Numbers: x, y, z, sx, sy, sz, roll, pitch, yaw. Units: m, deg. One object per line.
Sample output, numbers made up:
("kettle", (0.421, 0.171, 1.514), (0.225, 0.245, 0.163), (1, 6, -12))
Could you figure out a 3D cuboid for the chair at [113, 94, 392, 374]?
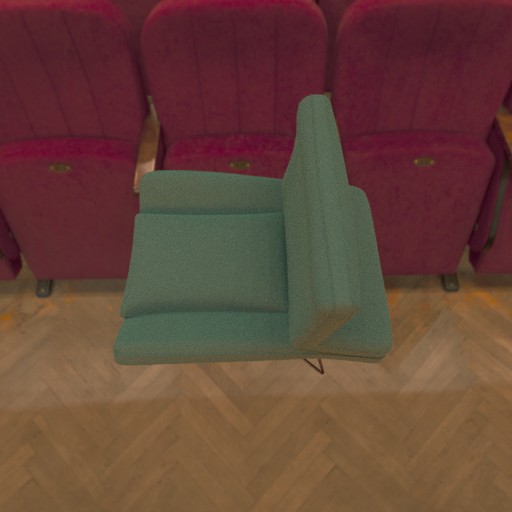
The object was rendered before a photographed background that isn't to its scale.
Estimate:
("chair", (0.000, 0.000, 1.716), (1.008, 0.855, 0.859), (0, 59, 0))
